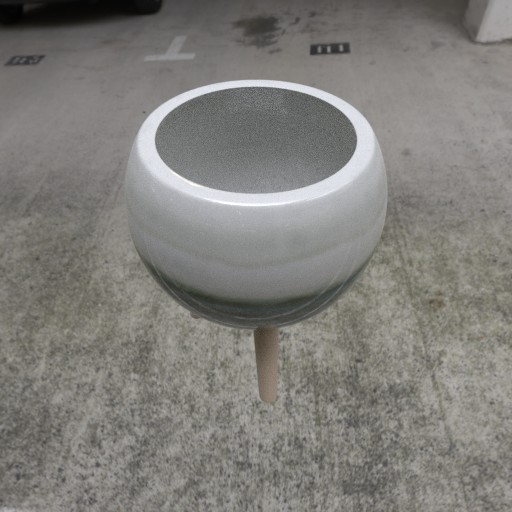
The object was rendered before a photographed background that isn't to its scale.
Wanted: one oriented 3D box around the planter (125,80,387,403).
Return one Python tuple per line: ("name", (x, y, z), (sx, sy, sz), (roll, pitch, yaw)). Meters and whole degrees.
("planter", (0.000, 0.000, 0.441), (0.222, 0.278, 0.222), (0, 46, 0))
